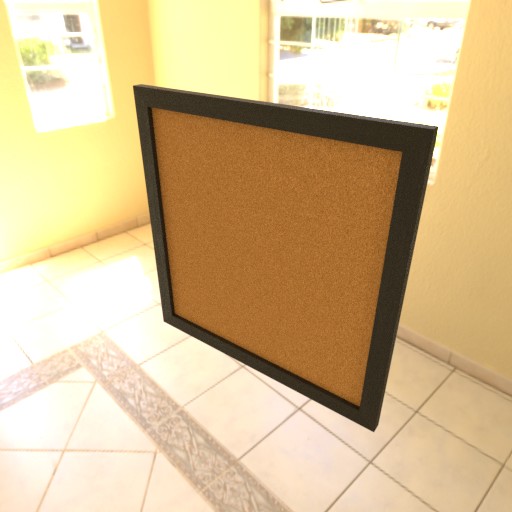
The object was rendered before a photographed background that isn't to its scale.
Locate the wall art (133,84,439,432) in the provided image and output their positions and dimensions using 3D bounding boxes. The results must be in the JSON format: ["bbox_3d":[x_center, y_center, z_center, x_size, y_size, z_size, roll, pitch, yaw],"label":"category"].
[{"bbox_3d":[0.000,0.000,1.520,1.016,1.016,0.038,20,35,31],"label":"wall art"}]
